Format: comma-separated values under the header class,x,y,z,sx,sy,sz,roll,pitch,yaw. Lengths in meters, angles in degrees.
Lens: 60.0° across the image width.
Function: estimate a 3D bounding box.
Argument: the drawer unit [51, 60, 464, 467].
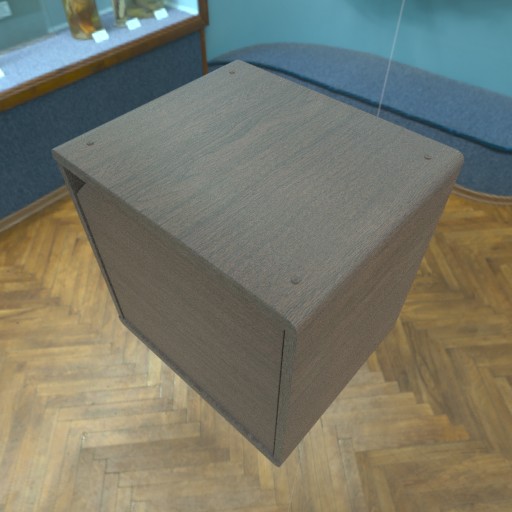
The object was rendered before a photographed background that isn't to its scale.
class,x,y,z,sx,sy,sz,roll,pitch,yaw
drawer unit,0.000,0.000,0.602,0.344,0.344,0.290,34,56,27
